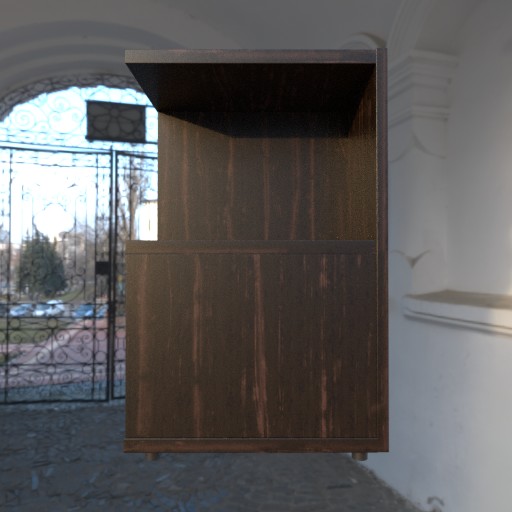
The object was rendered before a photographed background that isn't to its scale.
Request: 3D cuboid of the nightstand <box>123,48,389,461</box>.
[{"bbox_3d":[0.000,0.000,0.796,0.356,0.559,0.400,0,-1,0],"label":"nightstand"}]
